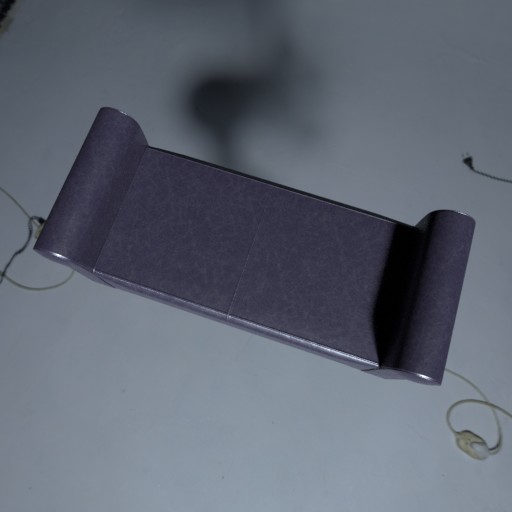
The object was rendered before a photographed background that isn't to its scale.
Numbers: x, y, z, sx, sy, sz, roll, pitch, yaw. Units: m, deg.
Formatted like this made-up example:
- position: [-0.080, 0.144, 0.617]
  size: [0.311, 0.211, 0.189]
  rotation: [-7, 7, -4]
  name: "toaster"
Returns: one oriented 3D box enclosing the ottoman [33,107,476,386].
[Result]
- position: [0.000, 0.000, 1.559]
  size: [1.256, 0.547, 0.521]
  rotation: [18, 76, 5]
  name: "ottoman"
